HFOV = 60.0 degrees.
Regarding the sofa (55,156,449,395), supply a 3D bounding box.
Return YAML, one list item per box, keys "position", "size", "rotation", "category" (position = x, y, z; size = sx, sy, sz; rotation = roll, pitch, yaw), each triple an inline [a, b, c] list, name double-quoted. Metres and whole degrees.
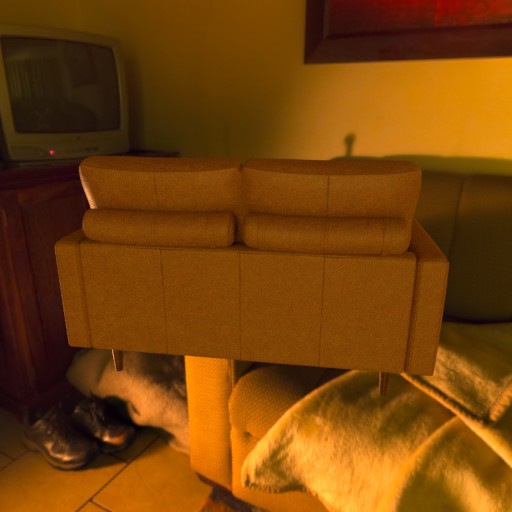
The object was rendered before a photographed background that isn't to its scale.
- position: [0.000, 0.000, 1.951]
  size: [1.430, 0.898, 0.868]
  rotation: [3, 18, 8]
  category: "sofa"
